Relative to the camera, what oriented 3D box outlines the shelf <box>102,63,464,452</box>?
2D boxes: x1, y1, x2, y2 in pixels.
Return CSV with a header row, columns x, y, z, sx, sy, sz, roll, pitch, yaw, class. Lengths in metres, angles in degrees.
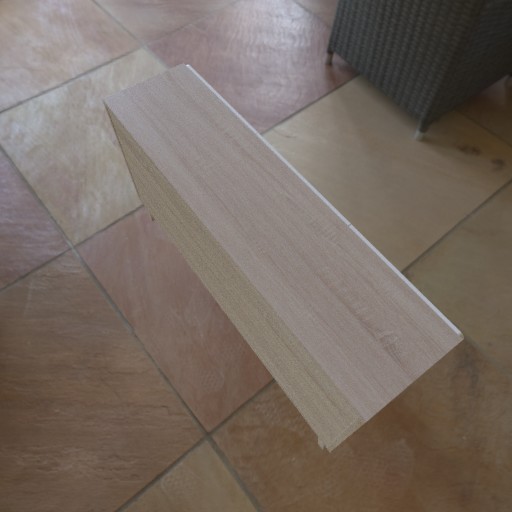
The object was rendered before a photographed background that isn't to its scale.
x,y,z,sx,sy,sz,roll,pitch,yaw,class
0.000,0.000,1.827,0.400,0.780,1.490,-32,65,-17,shelf
